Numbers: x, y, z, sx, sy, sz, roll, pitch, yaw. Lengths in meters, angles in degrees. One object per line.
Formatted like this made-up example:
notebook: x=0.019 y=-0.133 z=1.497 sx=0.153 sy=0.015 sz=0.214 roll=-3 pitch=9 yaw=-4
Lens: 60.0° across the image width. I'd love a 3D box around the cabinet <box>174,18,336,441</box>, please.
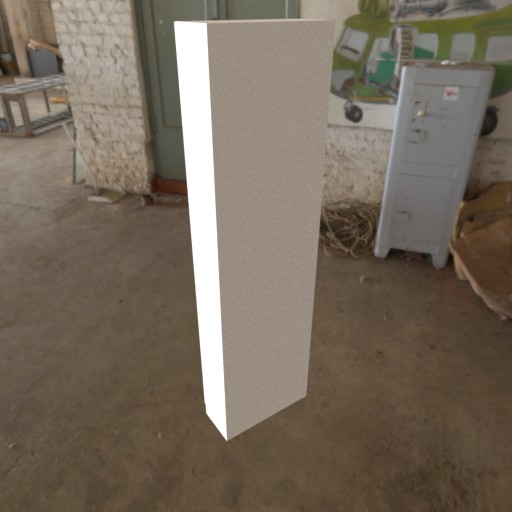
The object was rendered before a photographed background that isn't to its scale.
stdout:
cabinet: x=0.000 y=0.000 z=1.908 sx=0.500 sy=1.790 sz=0.230 roll=-19 pitch=35 yaw=-30
